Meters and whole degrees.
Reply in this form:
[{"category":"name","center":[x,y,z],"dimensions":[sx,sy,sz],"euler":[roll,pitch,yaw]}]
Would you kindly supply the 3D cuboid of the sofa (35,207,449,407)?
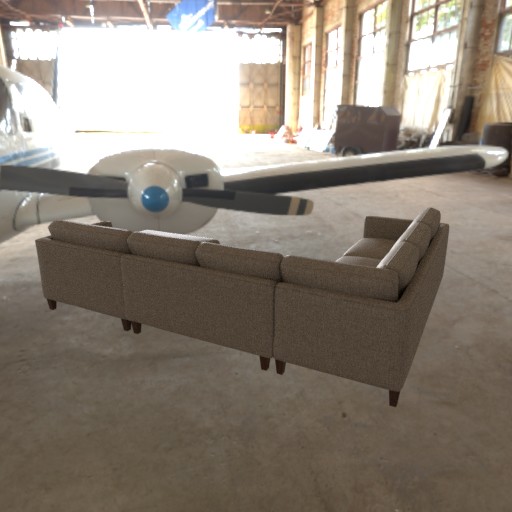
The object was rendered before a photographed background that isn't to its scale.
[{"category":"sofa","center":[0.000,0.000,4.509],"dimensions":[3.403,0.889,2.551],"euler":[9,20,26]}]
